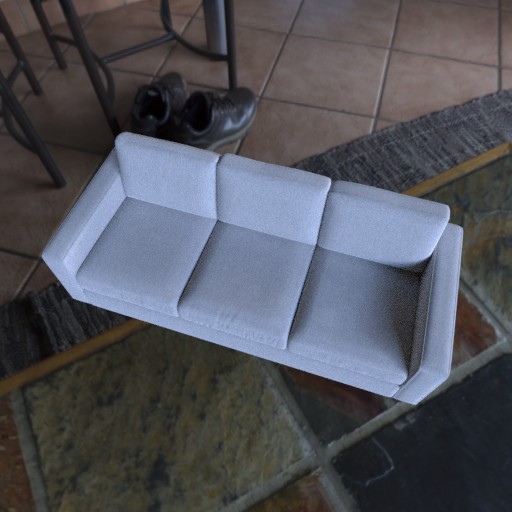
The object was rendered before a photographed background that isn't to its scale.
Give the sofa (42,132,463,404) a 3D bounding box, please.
[{"bbox_3d":[0.000,0.000,2.509,2.120,0.800,0.900,15,59,9],"label":"sofa"}]
